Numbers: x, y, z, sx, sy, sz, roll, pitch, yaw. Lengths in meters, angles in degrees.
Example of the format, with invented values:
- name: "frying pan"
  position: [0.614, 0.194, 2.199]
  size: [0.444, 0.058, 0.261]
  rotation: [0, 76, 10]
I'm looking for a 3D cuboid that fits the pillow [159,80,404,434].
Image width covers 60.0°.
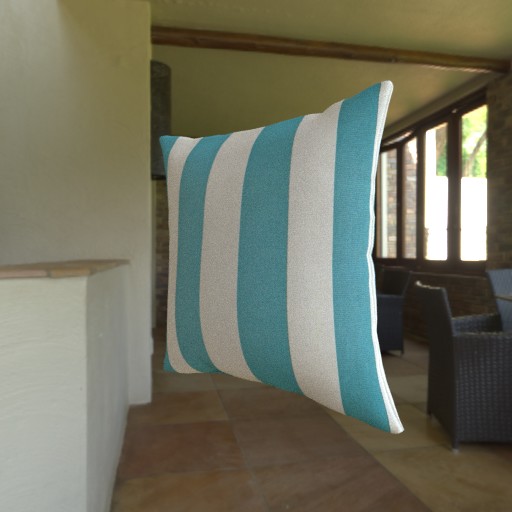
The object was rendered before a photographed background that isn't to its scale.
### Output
- name: "pillow"
  position: [0.000, 0.000, 0.810]
  size: [0.536, 0.526, 0.189]
  rotation: [0, 0, 36]
